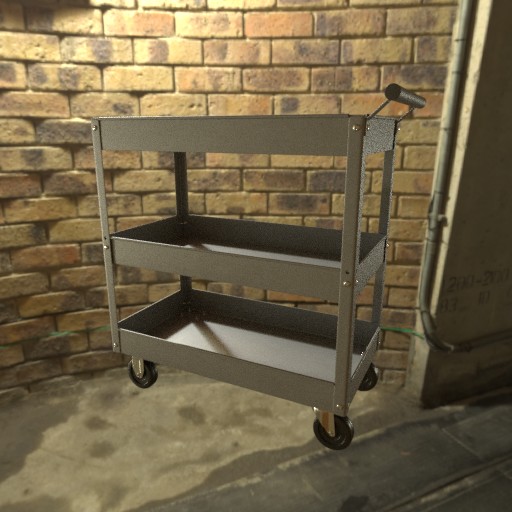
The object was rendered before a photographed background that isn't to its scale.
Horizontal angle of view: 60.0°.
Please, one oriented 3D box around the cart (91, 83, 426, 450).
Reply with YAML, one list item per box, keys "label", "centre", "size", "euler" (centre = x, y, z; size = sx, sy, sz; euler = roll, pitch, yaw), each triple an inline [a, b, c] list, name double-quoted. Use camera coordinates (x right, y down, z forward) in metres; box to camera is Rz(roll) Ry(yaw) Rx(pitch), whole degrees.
- label: "cart"
  centre: [0.000, 0.000, 1.150]
  size: [0.719, 0.780, 0.366]
  euler: [8, 18, 25]
